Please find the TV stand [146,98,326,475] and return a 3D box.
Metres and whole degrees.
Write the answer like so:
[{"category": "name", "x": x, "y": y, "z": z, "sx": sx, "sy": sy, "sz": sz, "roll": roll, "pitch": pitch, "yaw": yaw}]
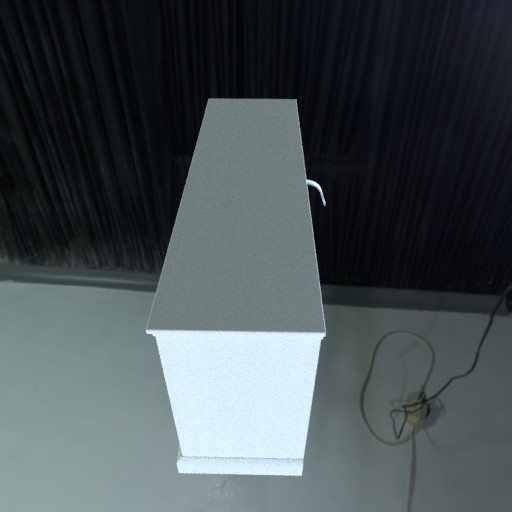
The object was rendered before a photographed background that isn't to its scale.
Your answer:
[{"category": "TV stand", "x": 0.000, "y": 0.000, "z": 1.500, "sx": 0.424, "sy": 0.624, "sz": 1.187, "roll": 1, "pitch": 40, "yaw": 1}]
